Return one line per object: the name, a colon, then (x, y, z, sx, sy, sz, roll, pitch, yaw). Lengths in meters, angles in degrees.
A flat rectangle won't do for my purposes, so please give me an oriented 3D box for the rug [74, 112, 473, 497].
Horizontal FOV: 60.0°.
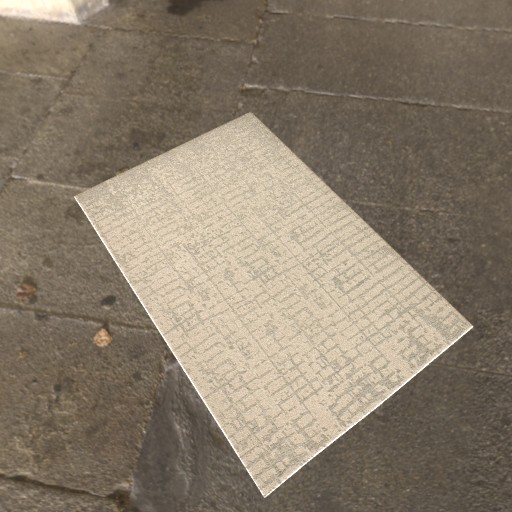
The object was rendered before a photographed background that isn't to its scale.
rug: (0.000, 0.000, 2.282, 1.211, 0.007, 1.827, -31, 63, -18)
